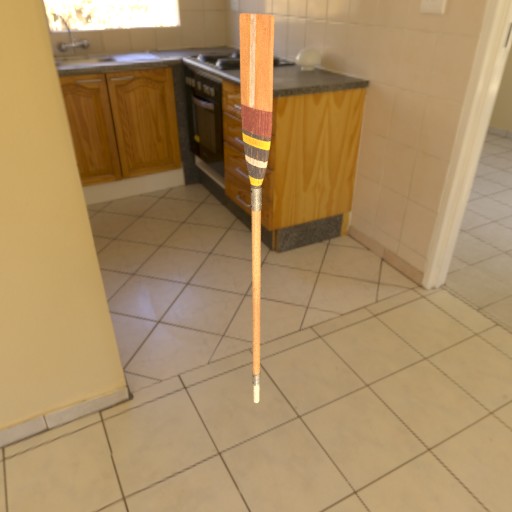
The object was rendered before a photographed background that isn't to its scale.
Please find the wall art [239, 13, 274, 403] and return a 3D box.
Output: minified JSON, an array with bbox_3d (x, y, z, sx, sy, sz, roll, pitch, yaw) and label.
[{"bbox_3d":[0.000,0.000,1.621,0.038,1.556,0.146,-22,38,-32],"label":"wall art"}]
